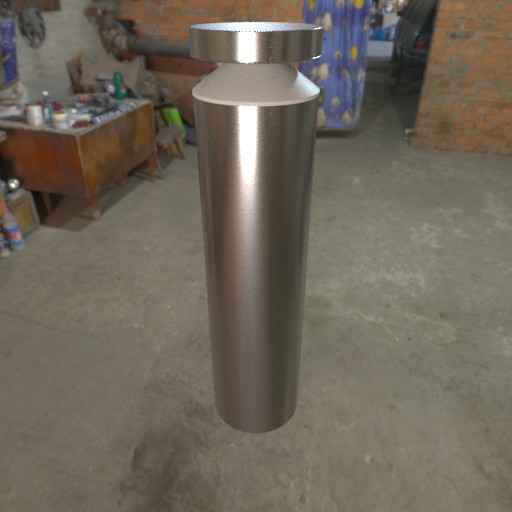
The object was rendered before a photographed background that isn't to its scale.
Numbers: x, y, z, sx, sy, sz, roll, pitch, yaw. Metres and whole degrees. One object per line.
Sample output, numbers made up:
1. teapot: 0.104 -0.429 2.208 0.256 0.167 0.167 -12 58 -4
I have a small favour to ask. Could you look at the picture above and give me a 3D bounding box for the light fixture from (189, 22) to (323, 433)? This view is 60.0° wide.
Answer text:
1. light fixture: 0.000 0.000 0.434 0.102 0.400 0.102 -11 33 -18
